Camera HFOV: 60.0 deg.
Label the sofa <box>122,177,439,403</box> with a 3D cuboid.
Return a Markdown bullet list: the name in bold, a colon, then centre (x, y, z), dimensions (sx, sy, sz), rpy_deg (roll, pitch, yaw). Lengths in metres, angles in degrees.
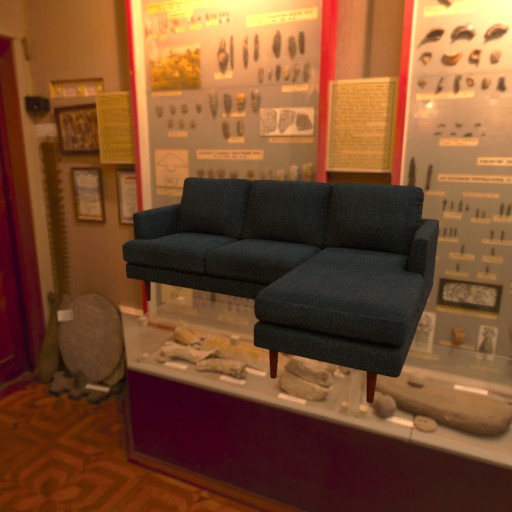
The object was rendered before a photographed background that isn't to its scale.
- **sofa**: centre (0.000, 0.000, 3.088), dimensions (2.233, 0.956, 1.504), rpy_deg (7, 16, 26)
